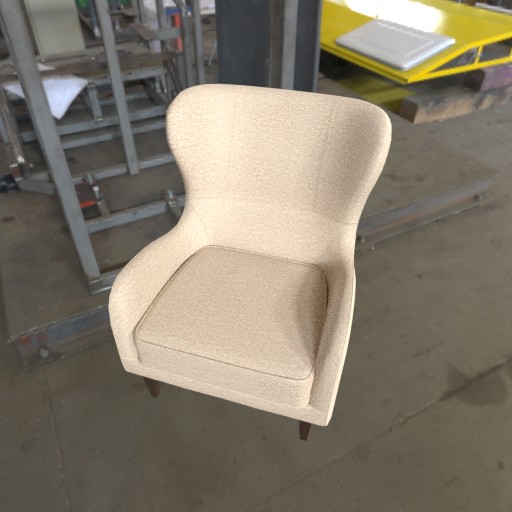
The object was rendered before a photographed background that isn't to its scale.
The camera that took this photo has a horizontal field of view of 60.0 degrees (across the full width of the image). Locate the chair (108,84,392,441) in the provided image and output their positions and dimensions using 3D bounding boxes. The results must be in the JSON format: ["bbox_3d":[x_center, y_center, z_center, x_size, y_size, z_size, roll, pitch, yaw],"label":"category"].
[{"bbox_3d":[0.000,0.000,1.804,0.861,1.064,0.984,11,42,13],"label":"chair"}]
